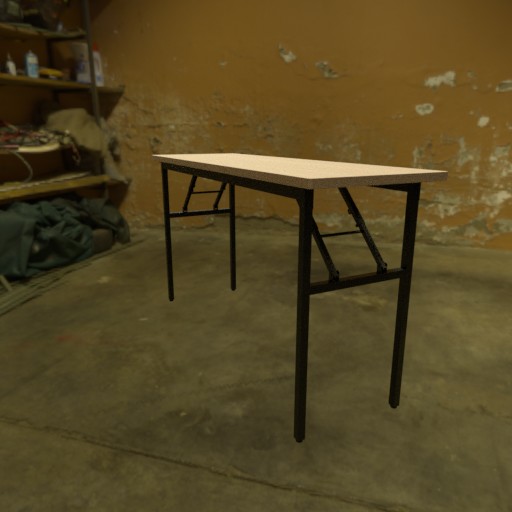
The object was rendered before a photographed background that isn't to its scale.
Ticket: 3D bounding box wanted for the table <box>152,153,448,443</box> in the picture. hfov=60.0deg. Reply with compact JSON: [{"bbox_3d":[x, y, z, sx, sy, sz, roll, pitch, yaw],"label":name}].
[{"bbox_3d":[0.000,0.000,1.782,0.447,0.750,1.397,-8,17,-26],"label":"table"}]
